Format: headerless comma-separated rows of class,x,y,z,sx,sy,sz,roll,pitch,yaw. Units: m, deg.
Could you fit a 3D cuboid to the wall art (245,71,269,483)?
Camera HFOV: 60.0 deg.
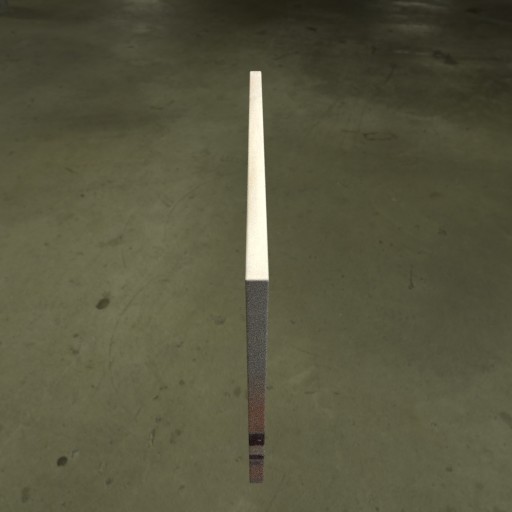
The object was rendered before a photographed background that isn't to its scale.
wall art,0.000,0.000,1.344,0.038,0.763,1.015,0,40,0
